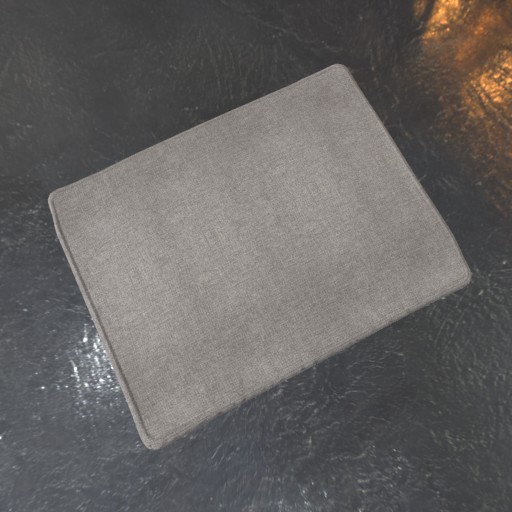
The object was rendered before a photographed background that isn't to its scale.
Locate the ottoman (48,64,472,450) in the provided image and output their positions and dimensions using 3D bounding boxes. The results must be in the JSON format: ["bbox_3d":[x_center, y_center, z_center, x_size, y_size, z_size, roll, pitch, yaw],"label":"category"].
[{"bbox_3d":[0.000,0.000,1.211,0.833,0.492,0.652,-26,78,-6],"label":"ottoman"}]
